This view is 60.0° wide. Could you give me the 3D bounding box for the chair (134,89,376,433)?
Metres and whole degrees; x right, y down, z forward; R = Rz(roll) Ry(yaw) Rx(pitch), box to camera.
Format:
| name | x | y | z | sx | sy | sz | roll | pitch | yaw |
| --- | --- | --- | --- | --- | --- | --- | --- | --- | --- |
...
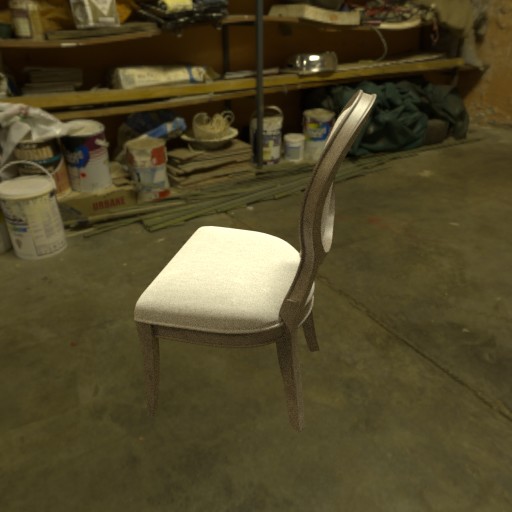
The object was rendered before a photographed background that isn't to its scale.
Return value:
| name | x | y | z | sx | sy | sz | roll | pitch | yaw |
| --- | --- | --- | --- | --- | --- | --- | --- | --- | --- |
| chair | 0.000 | 0.000 | 1.372 | 0.602 | 0.990 | 0.558 | 7 | 30 | 12 |
